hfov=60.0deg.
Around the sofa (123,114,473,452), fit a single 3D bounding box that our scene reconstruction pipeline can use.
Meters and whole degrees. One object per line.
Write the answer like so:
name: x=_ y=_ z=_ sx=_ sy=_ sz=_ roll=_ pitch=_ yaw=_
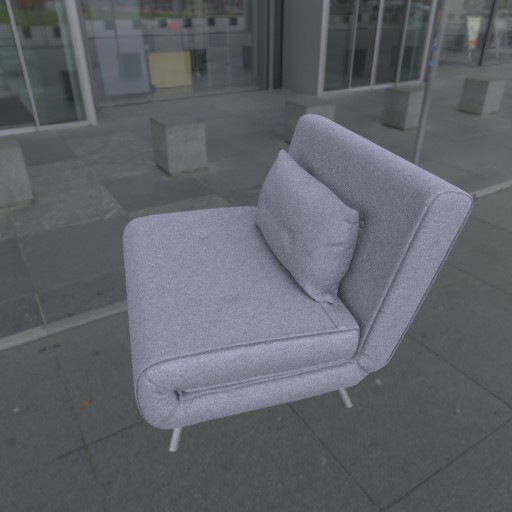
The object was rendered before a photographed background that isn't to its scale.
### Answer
sofa: x=0.000 y=0.000 z=1.717 sx=1.000 sy=0.825 sz=1.020 roll=-8 pitch=31 yaw=-14
